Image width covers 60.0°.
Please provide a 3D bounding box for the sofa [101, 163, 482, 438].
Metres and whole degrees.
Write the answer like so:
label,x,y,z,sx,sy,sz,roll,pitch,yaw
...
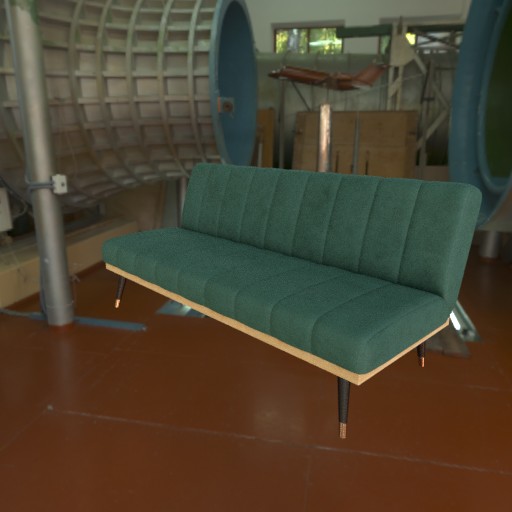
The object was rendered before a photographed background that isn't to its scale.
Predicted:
label,x,y,z,sx,sy,sz,roll,pitch,yaw
sofa,0.000,0.000,2.245,0.830,0.820,1.810,-15,21,-42
